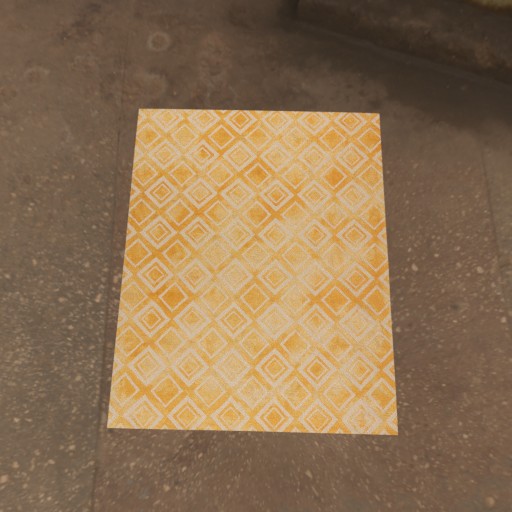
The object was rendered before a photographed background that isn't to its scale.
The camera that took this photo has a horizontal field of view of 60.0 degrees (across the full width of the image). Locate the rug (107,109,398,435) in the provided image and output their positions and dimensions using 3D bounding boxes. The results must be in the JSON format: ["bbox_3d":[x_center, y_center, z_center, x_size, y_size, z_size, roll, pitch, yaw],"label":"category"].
[{"bbox_3d":[0.000,0.000,4.091,2.433,0.011,3.037,1,75,0],"label":"rug"}]
